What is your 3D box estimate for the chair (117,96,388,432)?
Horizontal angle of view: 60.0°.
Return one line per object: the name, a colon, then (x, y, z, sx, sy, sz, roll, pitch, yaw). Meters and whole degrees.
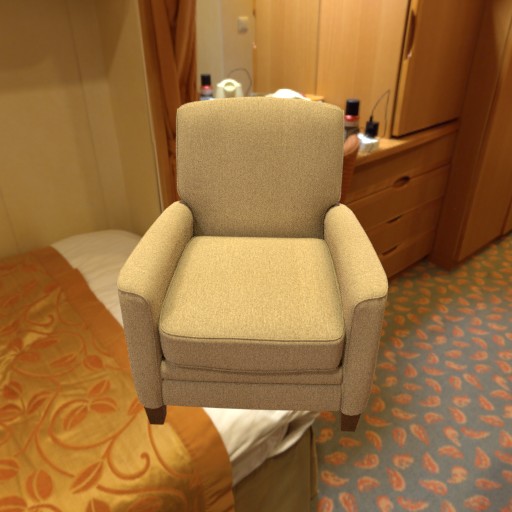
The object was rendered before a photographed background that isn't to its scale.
chair: (0.000, 0.000, 1.678, 0.848, 1.014, 0.864, 1, 30, 2)
